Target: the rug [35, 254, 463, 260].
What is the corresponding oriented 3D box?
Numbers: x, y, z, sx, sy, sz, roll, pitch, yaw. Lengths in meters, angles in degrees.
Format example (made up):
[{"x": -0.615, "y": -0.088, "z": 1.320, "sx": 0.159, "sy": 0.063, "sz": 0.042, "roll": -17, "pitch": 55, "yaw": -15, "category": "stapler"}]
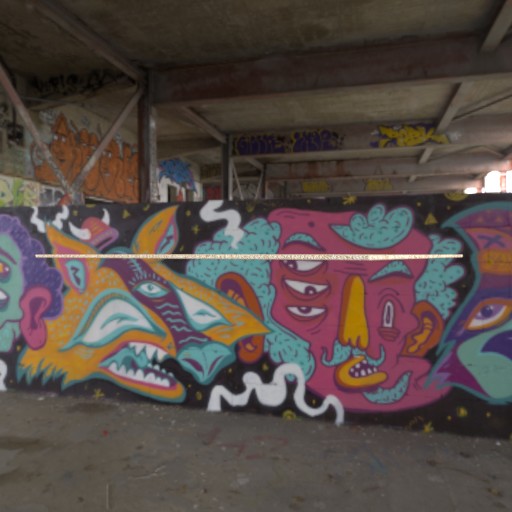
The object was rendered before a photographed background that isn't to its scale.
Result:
[{"x": 0.000, "y": 0.000, "z": 3.978, "sx": 3.000, "sy": 0.025, "sz": 2.400, "roll": 0, "pitch": 0, "yaw": 35, "category": "rug"}]
